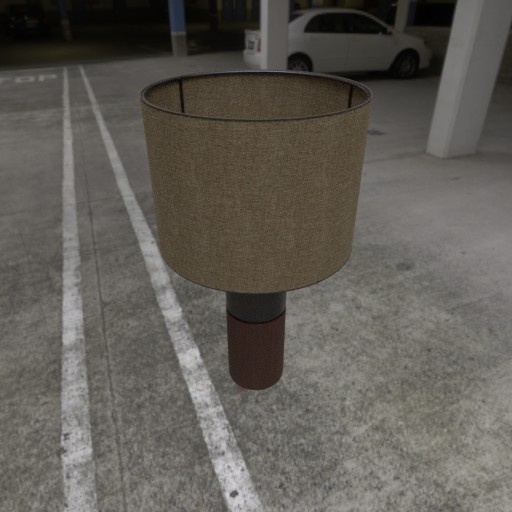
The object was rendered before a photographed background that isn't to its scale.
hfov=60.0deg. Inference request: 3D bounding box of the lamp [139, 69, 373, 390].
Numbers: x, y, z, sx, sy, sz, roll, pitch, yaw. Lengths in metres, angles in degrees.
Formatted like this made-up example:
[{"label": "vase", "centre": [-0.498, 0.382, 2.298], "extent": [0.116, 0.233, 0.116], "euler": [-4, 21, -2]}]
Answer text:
[{"label": "lamp", "centre": [0.000, 0.000, 0.486], "extent": [0.202, 0.350, 0.202], "euler": [0, 32, 0]}]
